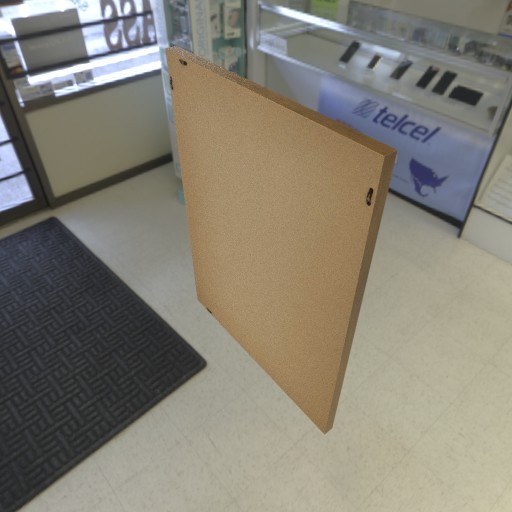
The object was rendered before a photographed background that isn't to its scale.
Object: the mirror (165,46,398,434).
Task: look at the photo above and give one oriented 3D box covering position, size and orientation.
[{"bbox_3d":[0.000,0.000,1.341,0.041,1.016,0.762,-28,49,-28],"label":"mirror"}]
